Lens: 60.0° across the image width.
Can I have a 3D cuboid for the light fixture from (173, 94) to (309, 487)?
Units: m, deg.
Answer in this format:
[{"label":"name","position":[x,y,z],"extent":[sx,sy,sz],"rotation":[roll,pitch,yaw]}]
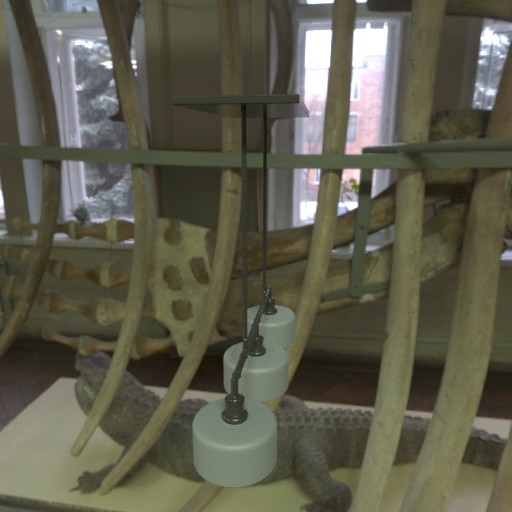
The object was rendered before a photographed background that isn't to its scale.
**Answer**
[{"label":"light fixture","position":[0.000,0.000,0.864],"extent":[0.177,0.557,0.582],"rotation":[2,15,8]}]
